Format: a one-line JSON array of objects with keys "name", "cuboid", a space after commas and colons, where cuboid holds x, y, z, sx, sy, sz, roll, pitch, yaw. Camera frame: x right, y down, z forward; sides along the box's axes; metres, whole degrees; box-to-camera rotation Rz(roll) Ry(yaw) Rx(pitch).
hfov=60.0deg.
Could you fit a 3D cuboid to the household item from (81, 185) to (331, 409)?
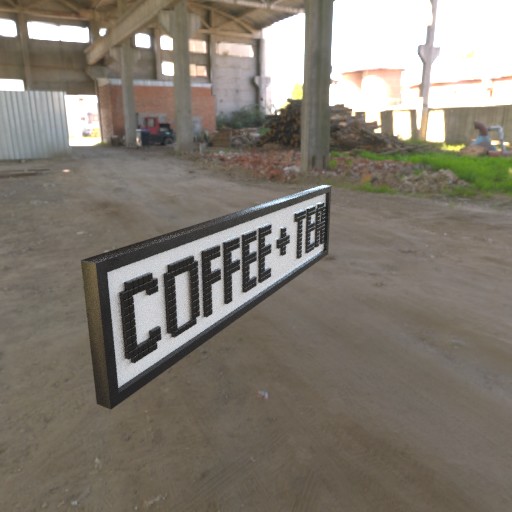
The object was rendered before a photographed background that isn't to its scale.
[{"name": "household item", "cuboid": [0.000, 0.000, 1.080, 0.030, 0.236, 1.001, 8, 18, 27]}]
